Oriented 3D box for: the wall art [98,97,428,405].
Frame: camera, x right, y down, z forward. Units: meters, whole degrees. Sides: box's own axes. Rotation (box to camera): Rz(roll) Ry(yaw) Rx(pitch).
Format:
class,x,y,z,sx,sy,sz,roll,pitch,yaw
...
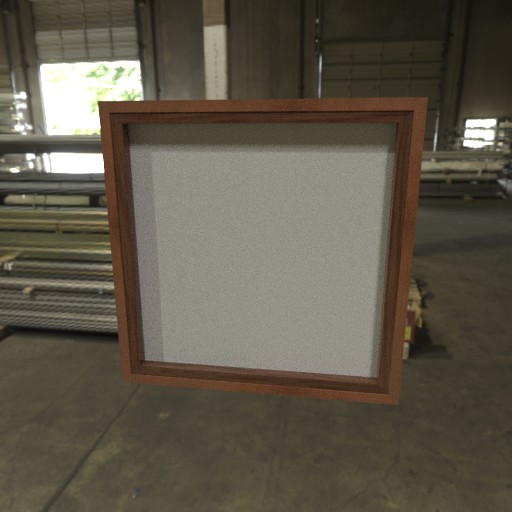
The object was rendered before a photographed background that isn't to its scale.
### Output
class,x,y,z,sx,sy,sz,roll,pitch,yaw
wall art,0.000,0.000,0.606,0.403,0.403,0.035,2,16,8
